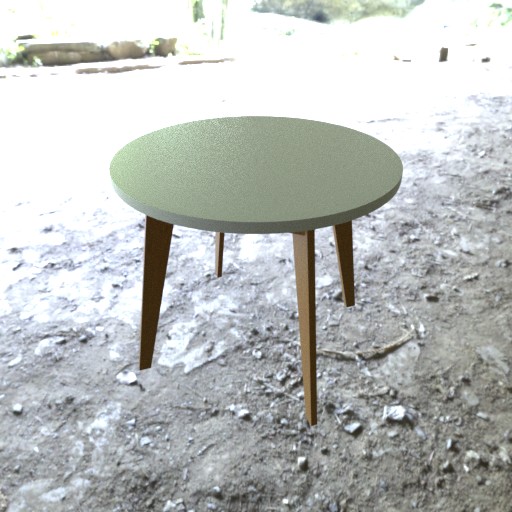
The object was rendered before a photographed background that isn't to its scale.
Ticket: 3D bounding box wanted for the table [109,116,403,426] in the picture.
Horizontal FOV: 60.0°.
[{"bbox_3d":[0.000,0.000,1.605,0.896,0.762,0.896,0,33,0],"label":"table"}]
